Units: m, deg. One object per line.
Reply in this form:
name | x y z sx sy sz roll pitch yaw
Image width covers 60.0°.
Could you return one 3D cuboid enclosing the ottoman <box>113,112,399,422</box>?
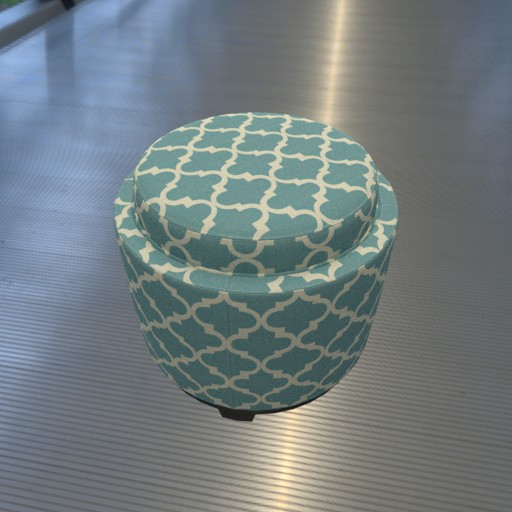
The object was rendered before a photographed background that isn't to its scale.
ottoman | 0.000 0.000 0.846 0.480 0.429 0.480 0 42 0
